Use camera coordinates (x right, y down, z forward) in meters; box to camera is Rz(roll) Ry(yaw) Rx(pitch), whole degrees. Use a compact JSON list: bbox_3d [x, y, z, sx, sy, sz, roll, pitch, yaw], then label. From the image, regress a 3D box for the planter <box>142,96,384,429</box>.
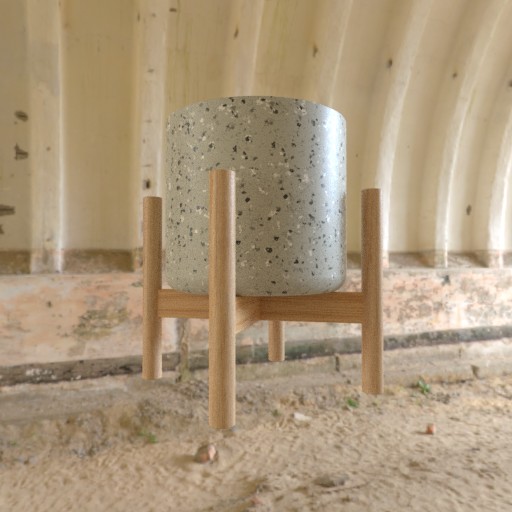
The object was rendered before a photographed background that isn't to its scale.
[{"bbox_3d":[0.000,0.000,0.555,0.284,0.320,0.284,-1,-1,36],"label":"planter"}]
